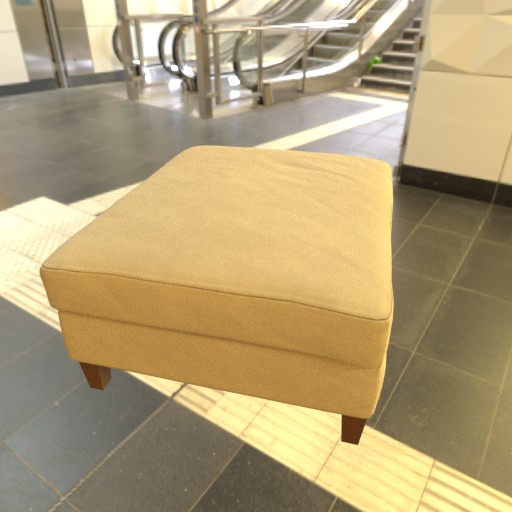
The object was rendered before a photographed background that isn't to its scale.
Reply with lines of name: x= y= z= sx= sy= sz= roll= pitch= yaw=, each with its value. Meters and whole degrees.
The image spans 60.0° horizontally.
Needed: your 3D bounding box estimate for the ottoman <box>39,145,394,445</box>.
ottoman: x=0.000 y=0.000 z=1.457 sx=0.836 sy=0.492 sz=1.002 roll=7 pitch=31 yaw=12
